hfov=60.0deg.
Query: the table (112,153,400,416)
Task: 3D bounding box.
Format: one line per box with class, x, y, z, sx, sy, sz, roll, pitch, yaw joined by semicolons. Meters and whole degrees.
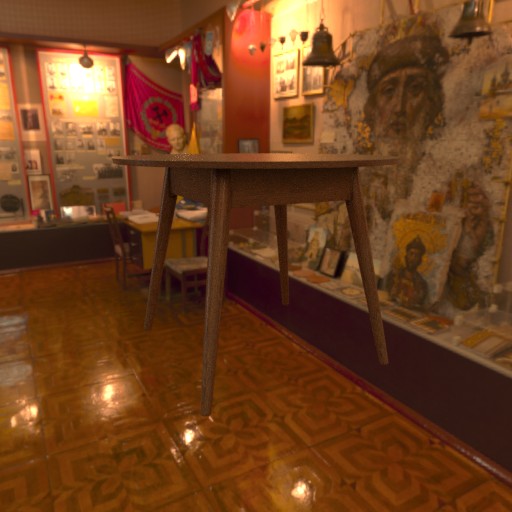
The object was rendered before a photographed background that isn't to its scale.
table;0.000;0.000;1.791;1.053;0.786;1.053;0;14;0
